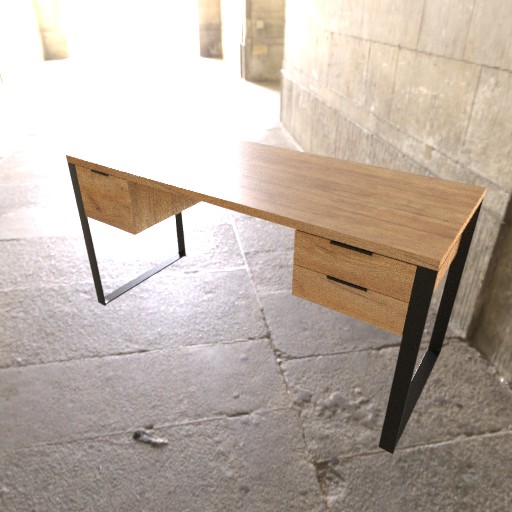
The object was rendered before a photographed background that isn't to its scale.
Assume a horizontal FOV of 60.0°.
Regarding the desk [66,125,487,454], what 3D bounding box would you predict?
[{"bbox_3d":[0.000,0.000,1.879,1.520,0.760,0.600,19,35,29],"label":"desk"}]
